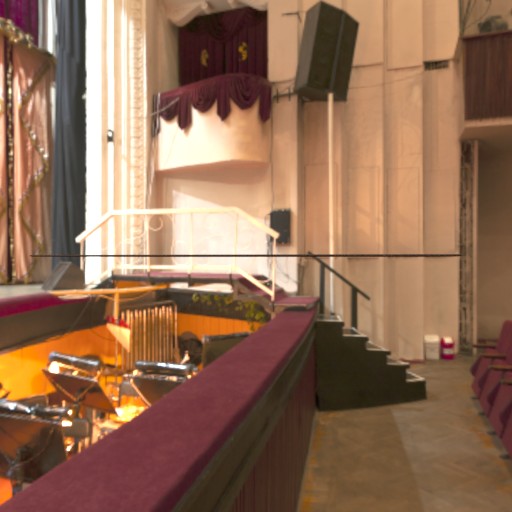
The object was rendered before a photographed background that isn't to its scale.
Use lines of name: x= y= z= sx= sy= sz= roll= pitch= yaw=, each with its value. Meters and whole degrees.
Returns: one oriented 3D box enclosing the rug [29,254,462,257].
rug: x=0.000 y=0.000 z=3.117 sx=2.476 sy=0.011 sz=1.554 roll=0 pitch=0 yaw=18
